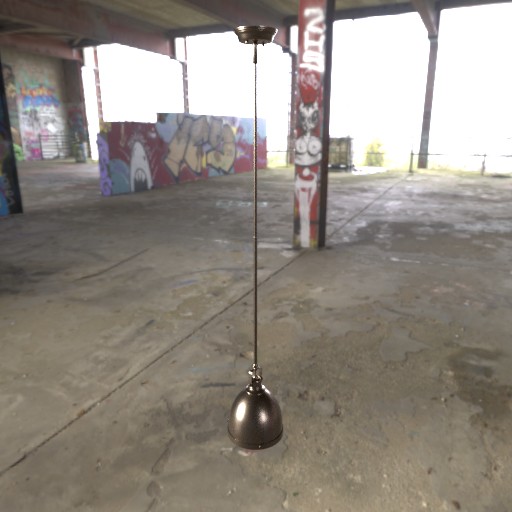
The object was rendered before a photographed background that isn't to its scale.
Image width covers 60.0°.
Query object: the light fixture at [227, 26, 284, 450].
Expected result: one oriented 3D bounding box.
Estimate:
[{"bbox_3d":[0.000,0.000,1.483,0.217,1.367,0.211,-15,22,-42],"label":"light fixture"}]
